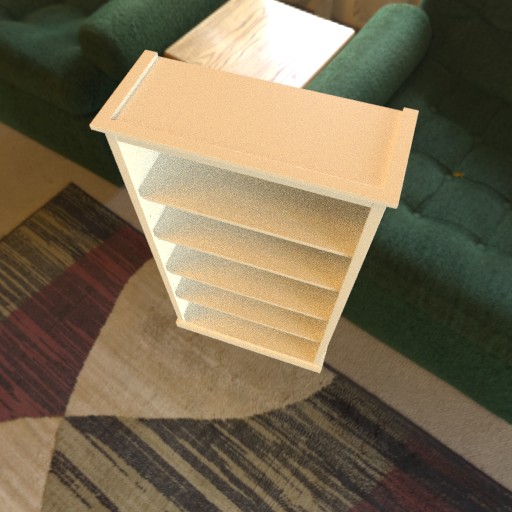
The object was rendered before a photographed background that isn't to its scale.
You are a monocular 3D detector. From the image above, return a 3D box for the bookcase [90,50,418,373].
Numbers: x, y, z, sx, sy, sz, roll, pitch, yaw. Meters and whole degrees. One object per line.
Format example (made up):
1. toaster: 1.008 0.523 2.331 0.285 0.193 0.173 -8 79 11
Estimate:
1. bookcase: 0.000 0.000 2.334 1.050 1.880 0.432 16 61 9
